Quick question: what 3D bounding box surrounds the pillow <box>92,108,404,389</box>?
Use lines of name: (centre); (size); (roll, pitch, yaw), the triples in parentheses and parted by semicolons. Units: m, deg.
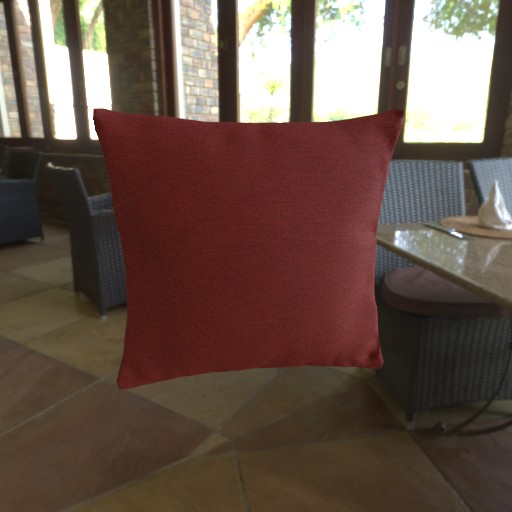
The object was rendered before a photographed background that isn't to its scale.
pillow: (0.000, 0.000, 0.656); (0.435, 0.416, 0.151); (-2, 16, -8)
